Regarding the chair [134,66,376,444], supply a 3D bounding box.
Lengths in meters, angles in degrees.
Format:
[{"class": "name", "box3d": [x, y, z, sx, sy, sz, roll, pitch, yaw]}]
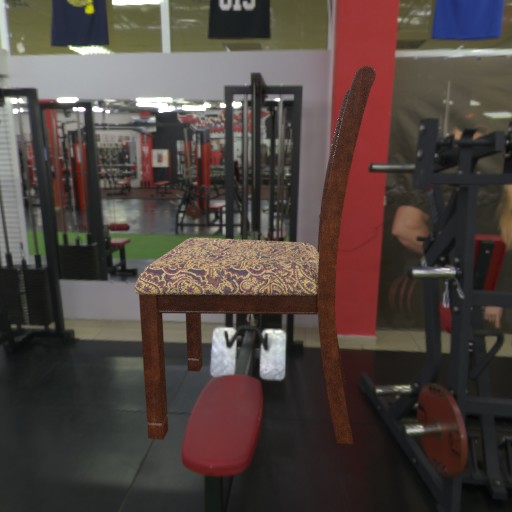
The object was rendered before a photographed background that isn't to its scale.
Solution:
[{"class": "chair", "box3d": [0.000, 0.000, 1.306, 0.584, 0.965, 0.457, 2, 13, 7]}]
